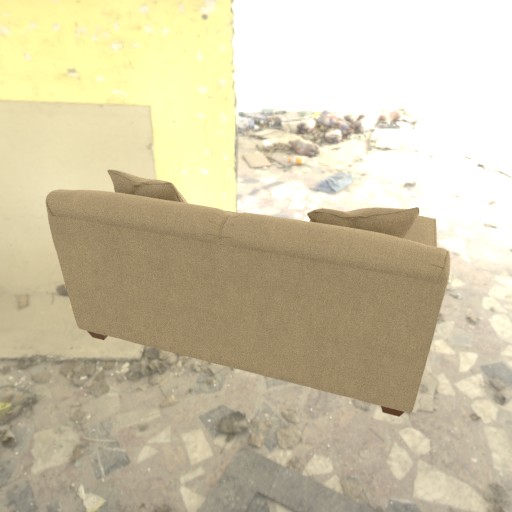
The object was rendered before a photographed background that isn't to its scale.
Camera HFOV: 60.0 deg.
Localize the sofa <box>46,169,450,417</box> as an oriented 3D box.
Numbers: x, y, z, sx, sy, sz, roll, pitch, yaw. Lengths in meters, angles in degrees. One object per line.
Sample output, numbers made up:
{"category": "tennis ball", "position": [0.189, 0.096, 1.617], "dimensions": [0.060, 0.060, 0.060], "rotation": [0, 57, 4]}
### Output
{"category": "sofa", "position": [0.000, 0.000, 2.461], "dimensions": [1.846, 0.958, 0.998], "rotation": [10, 33, 16]}
